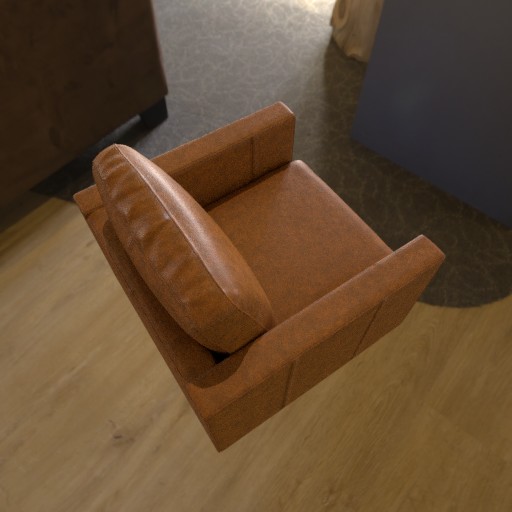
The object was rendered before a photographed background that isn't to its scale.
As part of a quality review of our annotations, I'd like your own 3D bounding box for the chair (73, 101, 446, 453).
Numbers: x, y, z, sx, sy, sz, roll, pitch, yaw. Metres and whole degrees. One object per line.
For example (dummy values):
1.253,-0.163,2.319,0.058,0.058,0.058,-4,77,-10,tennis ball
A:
0.000,0.000,1.614,0.909,0.956,0.890,-30,62,-17,chair
